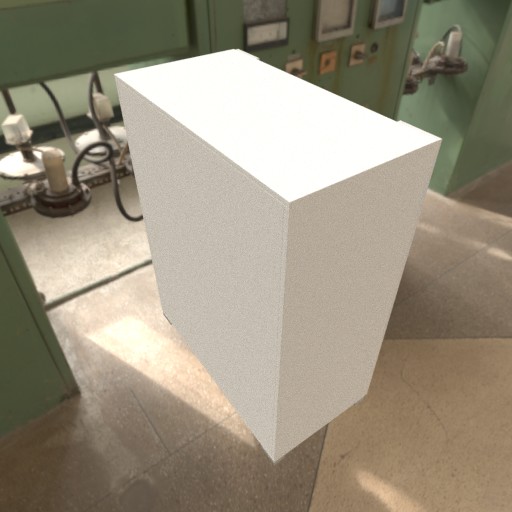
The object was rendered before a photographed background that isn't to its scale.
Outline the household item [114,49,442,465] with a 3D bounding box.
[{"bbox_3d":[0.000,0.000,1.428,0.420,1.010,0.790,-25,47,-26],"label":"household item"}]
